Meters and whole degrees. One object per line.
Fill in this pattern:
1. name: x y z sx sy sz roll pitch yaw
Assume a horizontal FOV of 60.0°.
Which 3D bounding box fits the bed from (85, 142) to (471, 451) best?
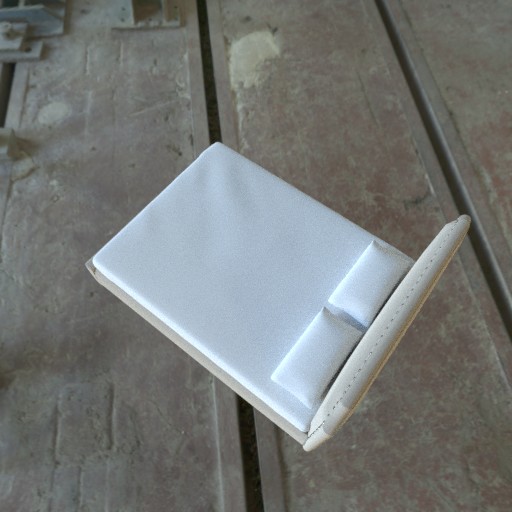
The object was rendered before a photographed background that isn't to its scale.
1. bed: 0.000 0.000 3.474 2.372 1.443 1.713 34 67 17
